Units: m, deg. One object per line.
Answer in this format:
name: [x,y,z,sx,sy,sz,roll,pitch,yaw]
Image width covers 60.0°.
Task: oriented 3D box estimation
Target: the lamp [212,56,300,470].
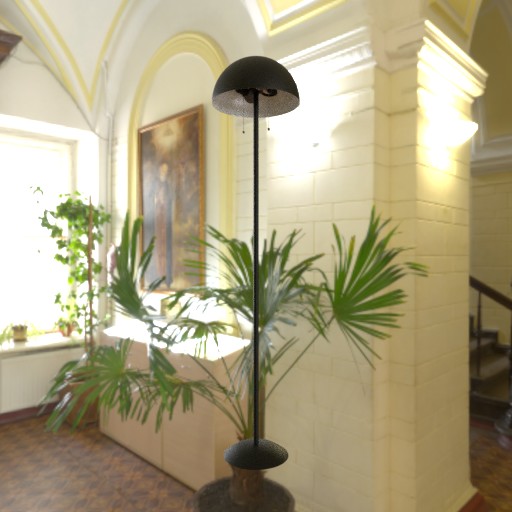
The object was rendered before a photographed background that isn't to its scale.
lamp: [0.000,0.000,1.653,0.328,1.480,0.328,0,0,0]
